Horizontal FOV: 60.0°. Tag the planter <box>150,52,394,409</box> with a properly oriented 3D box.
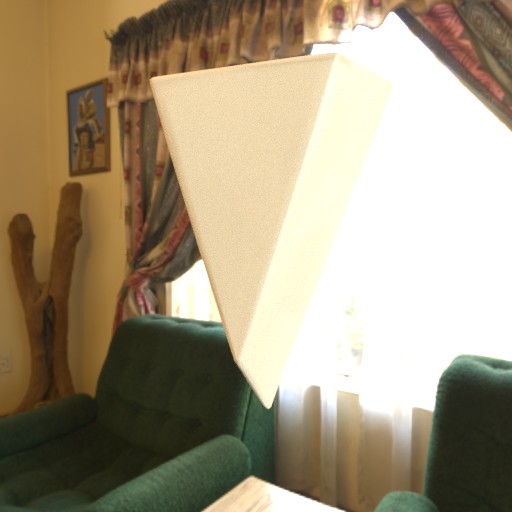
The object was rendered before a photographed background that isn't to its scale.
[{"bbox_3d":[0.000,0.000,0.258,0.150,0.197,0.060,1,2,19],"label":"planter"}]
